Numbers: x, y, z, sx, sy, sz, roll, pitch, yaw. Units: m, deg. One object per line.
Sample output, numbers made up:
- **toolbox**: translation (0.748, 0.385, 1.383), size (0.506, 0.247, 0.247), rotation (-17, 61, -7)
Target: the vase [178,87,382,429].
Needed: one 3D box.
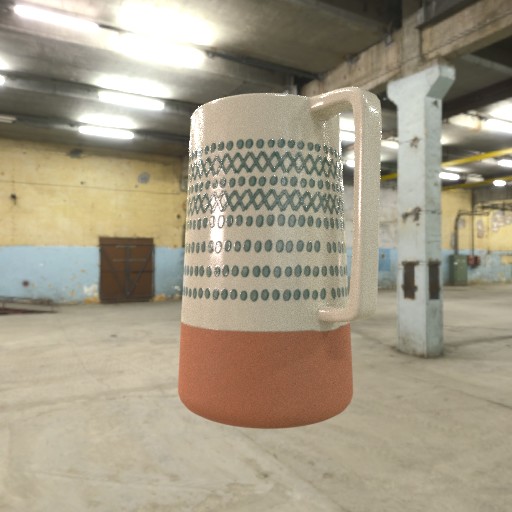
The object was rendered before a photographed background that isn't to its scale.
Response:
- **vase**: translation (0.000, 0.000, 0.447), size (0.168, 0.247, 0.326), rotation (0, -1, 0)
